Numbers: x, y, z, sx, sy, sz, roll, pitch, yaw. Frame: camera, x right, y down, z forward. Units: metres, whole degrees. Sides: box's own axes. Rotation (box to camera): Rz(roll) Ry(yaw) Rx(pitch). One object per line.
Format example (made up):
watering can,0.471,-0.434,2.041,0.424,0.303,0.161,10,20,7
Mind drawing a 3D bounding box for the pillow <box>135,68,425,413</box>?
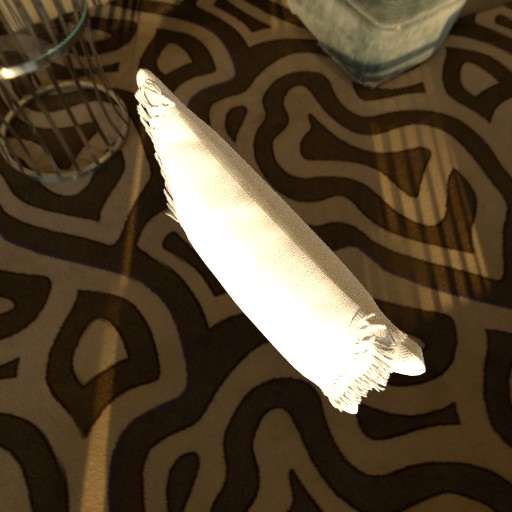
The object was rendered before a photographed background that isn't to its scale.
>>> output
pillow,0.000,0.000,0.588,0.084,0.305,0.466,-35,68,-16
